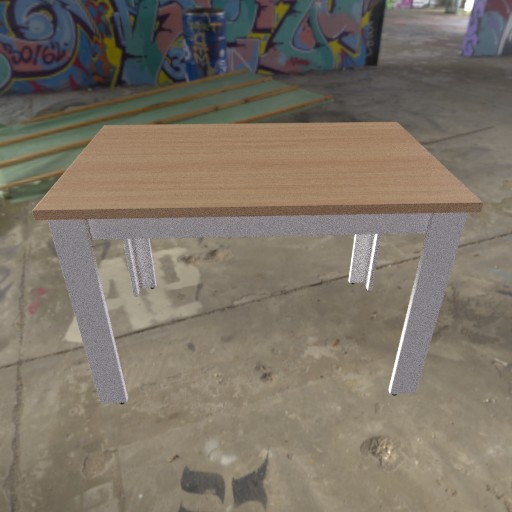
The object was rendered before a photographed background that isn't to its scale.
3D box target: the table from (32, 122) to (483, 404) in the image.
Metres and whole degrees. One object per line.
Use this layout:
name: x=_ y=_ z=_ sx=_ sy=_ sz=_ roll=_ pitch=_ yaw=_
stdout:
table: x=0.000 y=0.000 z=1.569 sx=1.100 sy=0.734 sz=0.700 roll=-1 pitch=33 yaw=-2
